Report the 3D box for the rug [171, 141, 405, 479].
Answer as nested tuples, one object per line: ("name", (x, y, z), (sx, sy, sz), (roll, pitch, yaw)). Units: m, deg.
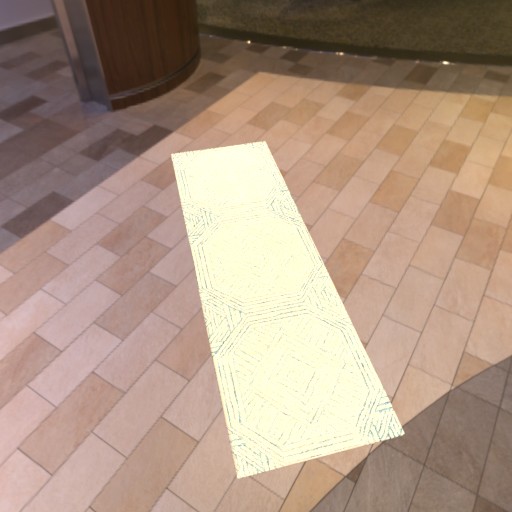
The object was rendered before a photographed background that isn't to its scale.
("rug", (0.000, 0.000, 2.734), (0.775, 0.012, 2.452), (-10, 48, -10))
